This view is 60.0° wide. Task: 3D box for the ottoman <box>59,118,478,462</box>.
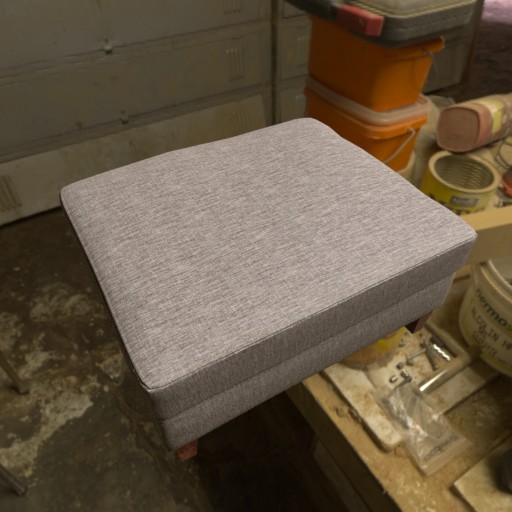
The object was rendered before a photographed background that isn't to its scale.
[{"bbox_3d":[0.000,0.000,1.441,0.994,0.492,0.839,-22,48,-21],"label":"ottoman"}]
